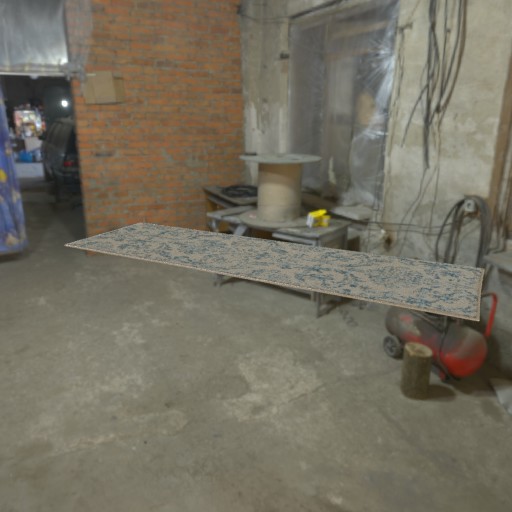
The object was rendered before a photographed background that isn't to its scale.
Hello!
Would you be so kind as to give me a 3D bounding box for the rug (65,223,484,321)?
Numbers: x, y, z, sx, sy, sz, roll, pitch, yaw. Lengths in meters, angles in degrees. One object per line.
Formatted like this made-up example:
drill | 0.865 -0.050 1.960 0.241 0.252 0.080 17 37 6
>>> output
rug | 0.000 0.000 2.393 2.196 0.011 0.662 9 19 26
